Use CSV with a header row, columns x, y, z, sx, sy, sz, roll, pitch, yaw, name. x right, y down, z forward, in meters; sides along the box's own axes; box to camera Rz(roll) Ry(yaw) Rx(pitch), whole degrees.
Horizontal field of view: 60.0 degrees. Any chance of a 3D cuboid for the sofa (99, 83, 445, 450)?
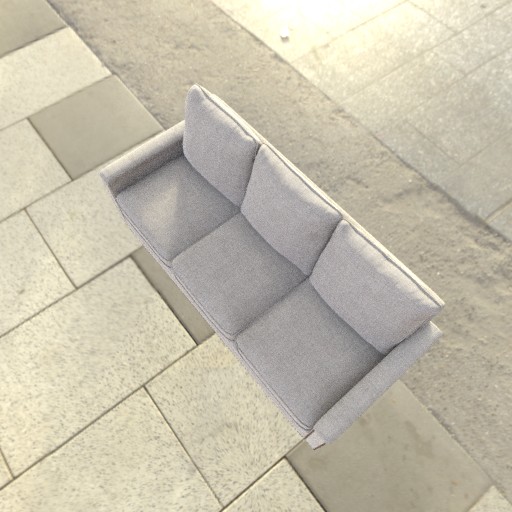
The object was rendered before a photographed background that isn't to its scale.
x,y,z,sx,sy,sz,roll,pitch,yaw,name
0.000,0.000,2.482,0.828,0.959,1.925,-37,69,-17,sofa
